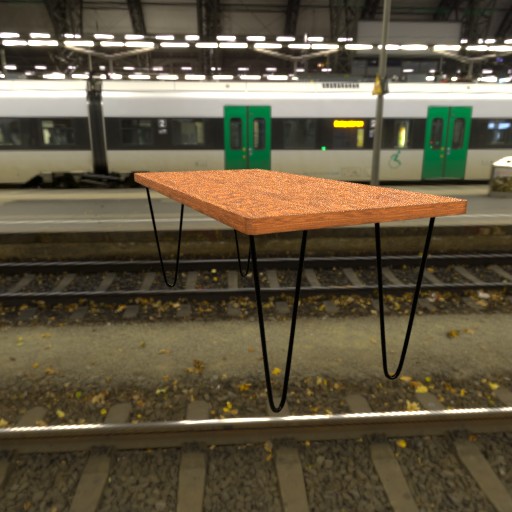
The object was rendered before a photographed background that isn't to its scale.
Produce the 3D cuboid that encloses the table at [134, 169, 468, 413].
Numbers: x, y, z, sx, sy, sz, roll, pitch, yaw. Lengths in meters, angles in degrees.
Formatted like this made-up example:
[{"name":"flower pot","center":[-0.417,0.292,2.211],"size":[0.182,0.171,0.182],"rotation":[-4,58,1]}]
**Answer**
[{"name":"table","center":[0.000,0.000,2.307],"size":[0.883,0.753,1.791],"rotation":[-7,16,-24]}]
